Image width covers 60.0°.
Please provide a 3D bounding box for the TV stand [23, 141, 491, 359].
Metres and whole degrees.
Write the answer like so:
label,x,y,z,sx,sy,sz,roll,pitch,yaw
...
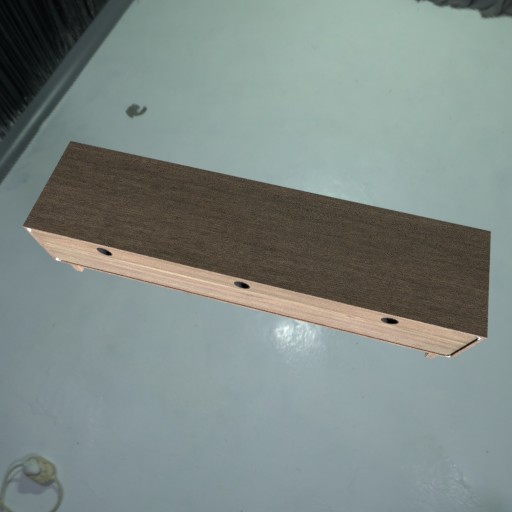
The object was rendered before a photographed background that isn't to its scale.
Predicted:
label,x,y,z,sx,sy,sz,roll,pitch,yaw
TV stand,0.000,0.000,1.627,1.482,0.409,0.366,13,65,6
